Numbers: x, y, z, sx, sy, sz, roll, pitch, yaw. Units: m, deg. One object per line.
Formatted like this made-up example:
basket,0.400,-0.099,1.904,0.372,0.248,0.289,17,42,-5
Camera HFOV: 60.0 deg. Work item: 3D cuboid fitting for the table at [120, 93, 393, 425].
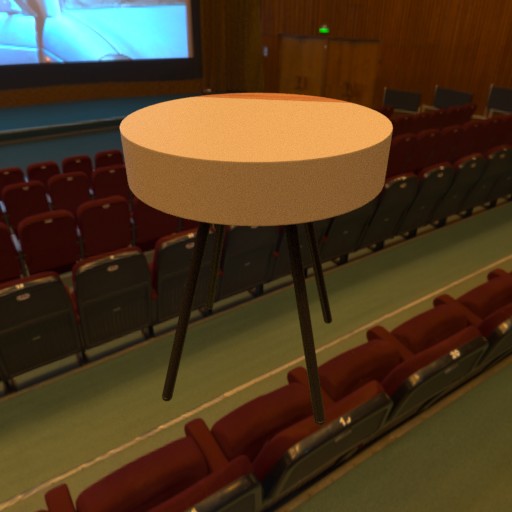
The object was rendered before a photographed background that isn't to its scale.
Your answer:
table,0.000,0.000,0.860,0.450,0.525,0.450,0,31,0
